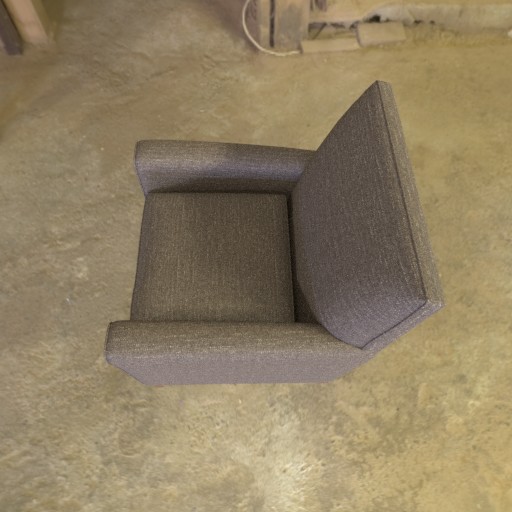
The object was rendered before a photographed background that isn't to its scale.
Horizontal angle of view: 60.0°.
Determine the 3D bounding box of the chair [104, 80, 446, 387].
[{"bbox_3d":[0.000,0.000,1.581,0.875,0.885,0.838,-1,61,-1],"label":"chair"}]
